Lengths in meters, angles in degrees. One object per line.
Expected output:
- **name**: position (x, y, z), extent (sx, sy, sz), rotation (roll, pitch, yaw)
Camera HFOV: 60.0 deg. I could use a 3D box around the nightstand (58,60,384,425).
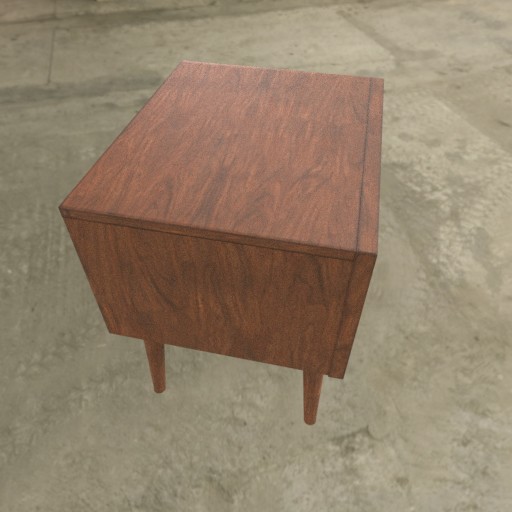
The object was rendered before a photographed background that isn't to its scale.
- **nightstand**: position (0.000, 0.000, 0.971), extent (0.445, 0.607, 0.521), rotation (9, 46, 9)
